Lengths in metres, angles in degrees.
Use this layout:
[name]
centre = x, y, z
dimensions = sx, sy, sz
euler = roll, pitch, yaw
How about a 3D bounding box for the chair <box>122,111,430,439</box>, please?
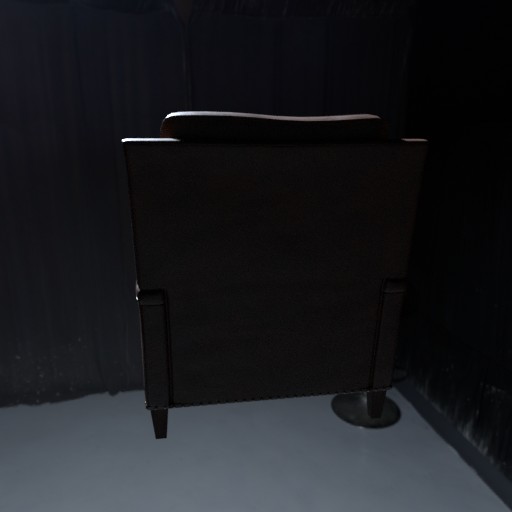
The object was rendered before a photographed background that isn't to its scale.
[chair]
centre = 0.000, 0.000, 1.788
dimensions = 0.854, 1.054, 1.035
euler = -2, 14, -8
